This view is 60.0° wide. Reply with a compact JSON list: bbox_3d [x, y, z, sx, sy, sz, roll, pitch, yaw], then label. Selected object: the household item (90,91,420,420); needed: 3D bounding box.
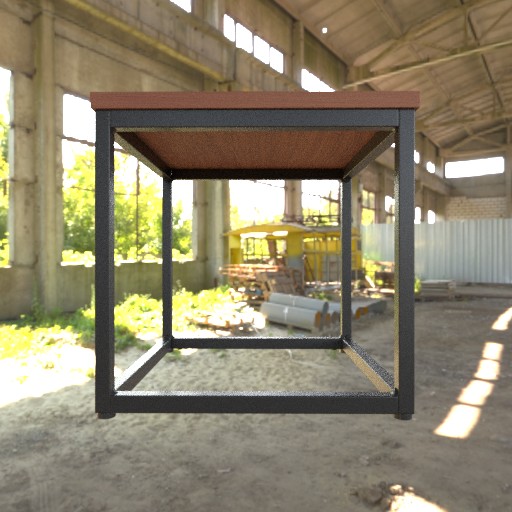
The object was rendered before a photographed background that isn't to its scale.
[{"bbox_3d":[0.000,0.000,0.737,0.400,0.400,0.400,0,0,1],"label":"household item"}]
